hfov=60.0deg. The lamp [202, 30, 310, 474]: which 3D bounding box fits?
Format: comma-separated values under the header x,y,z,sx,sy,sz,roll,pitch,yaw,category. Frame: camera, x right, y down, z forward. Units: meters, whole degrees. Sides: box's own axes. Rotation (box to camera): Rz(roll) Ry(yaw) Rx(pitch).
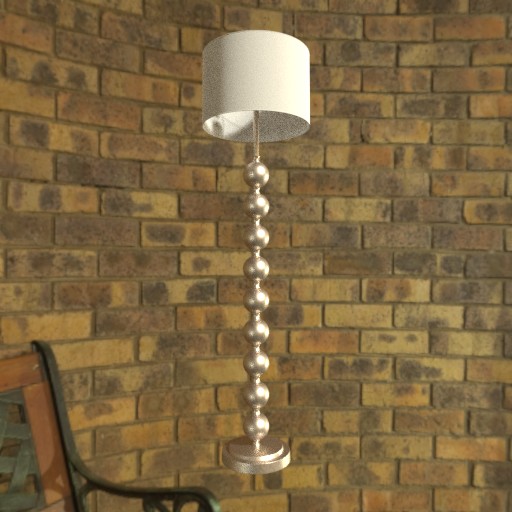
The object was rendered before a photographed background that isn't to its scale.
x,y,z,sx,sy,sz,roll,pitch,yaw,category
0.000,0.000,1.625,0.394,1.474,0.394,0,-1,1,lamp
